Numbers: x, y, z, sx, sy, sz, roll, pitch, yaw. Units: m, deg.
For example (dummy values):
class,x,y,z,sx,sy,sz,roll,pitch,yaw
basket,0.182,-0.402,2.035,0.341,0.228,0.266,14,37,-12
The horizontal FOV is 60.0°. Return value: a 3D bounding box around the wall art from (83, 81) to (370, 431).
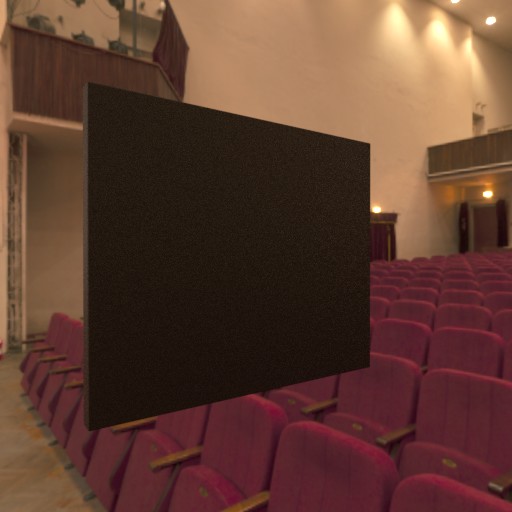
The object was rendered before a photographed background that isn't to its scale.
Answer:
class,x,y,z,sx,sy,sz,roll,pitch,yaw
wall art,0.000,0.000,0.750,0.558,0.457,0.031,0,1,-36
